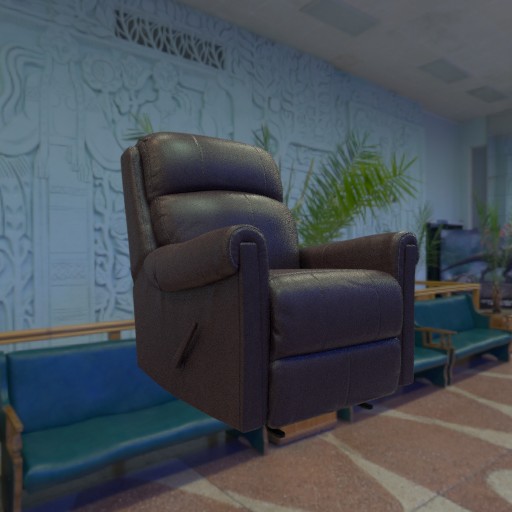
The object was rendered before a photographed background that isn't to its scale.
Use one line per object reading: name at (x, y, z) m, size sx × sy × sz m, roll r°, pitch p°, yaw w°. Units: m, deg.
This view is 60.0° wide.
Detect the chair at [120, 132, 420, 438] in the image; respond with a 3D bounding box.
chair at (0.000, 0.000, 1.750) m, size 0.838 × 1.054 × 1.014 m, roll -1°, pitch 1°, yaw -36°
